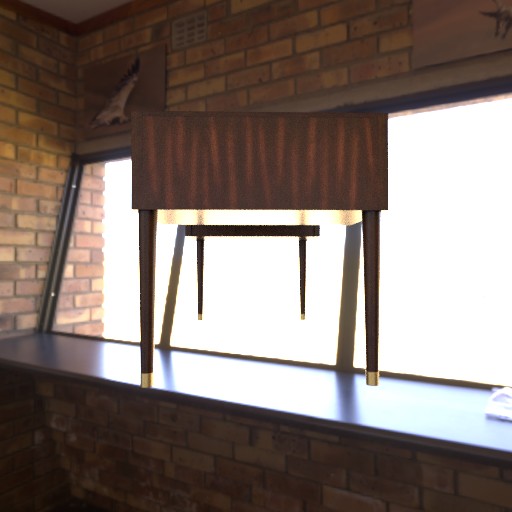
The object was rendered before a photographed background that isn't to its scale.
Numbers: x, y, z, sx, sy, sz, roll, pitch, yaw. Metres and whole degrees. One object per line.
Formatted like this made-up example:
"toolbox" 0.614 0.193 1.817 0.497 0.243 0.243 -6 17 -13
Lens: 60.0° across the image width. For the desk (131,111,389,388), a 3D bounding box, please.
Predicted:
"desk" 0.000 0.000 2.003 0.724 0.762 1.575 0 -1 -1
